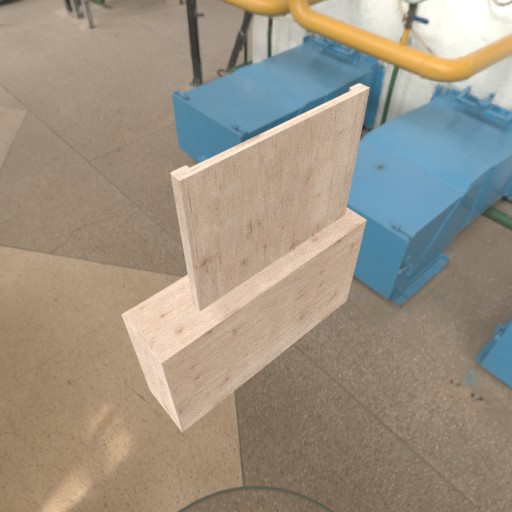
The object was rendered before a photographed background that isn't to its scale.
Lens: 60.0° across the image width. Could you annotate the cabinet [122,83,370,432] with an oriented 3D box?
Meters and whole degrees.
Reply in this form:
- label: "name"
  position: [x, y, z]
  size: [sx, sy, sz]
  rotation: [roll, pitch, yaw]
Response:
- label: "cabinet"
  position: [0.000, 0.000, 2.782]
  size: [1.700, 1.981, 0.420]
  rotation: [-33, 55, -27]
